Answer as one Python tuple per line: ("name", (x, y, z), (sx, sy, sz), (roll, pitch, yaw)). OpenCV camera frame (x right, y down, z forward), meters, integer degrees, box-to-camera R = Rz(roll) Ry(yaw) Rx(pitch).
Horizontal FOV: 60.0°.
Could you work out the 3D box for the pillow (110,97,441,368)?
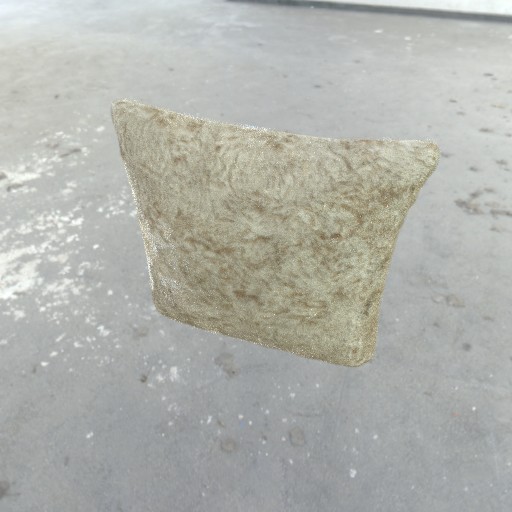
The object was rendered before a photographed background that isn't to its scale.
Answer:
("pillow", (0.000, 0.000, 0.831), (0.538, 0.525, 0.216), (13, 42, 14))
